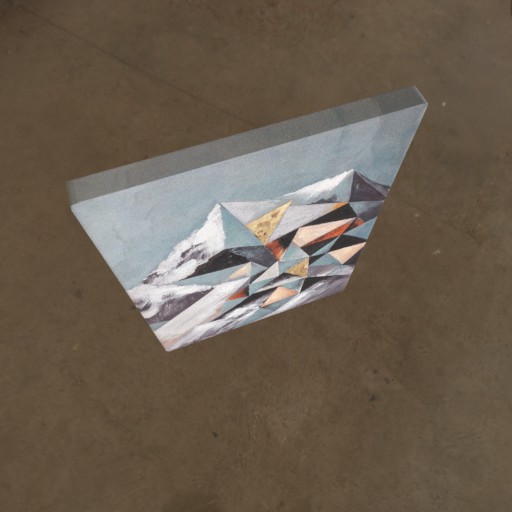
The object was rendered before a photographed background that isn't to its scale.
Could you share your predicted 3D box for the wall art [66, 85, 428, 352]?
[{"bbox_3d":[0.000,0.000,0.806,0.455,0.613,0.037,-18,64,-9],"label":"wall art"}]
